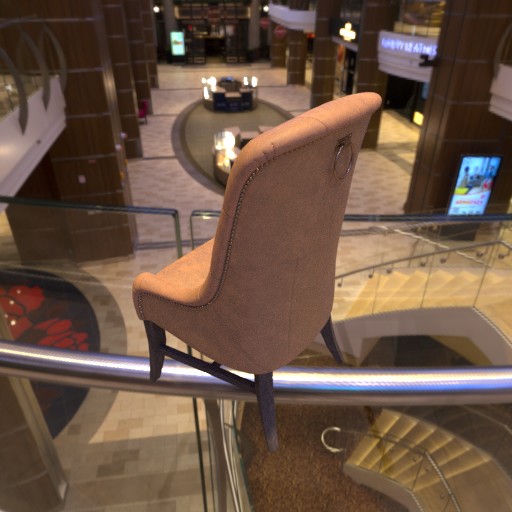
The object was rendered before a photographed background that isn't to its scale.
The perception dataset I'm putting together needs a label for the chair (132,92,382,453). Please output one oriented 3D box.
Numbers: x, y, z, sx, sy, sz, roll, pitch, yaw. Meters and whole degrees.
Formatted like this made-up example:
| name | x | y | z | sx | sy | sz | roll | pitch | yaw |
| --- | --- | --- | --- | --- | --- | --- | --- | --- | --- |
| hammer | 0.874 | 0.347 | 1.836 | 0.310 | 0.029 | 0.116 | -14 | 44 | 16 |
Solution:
| name | x | y | z | sx | sy | sz | roll | pitch | yaw |
| --- | --- | --- | --- | --- | --- | --- | --- | --- | --- |
| chair | 0.000 | 0.000 | 1.505 | 0.629 | 1.091 | 0.634 | 21 | 38 | 30 |
